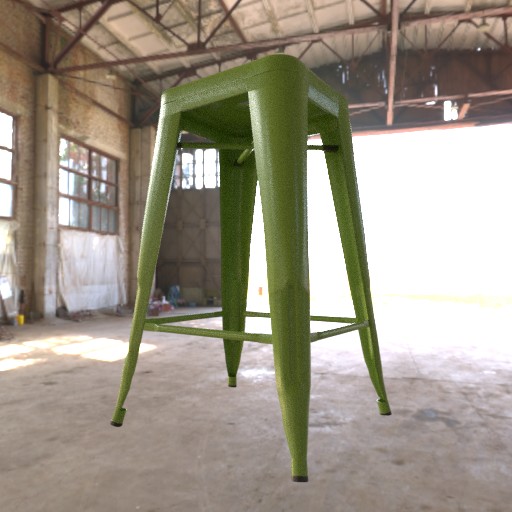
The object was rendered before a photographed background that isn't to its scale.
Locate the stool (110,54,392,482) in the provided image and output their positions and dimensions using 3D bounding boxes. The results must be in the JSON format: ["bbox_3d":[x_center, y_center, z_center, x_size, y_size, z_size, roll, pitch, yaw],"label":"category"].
[{"bbox_3d":[0.000,0.000,0.835,0.398,0.609,0.358,-2,-3,35],"label":"stool"}]
